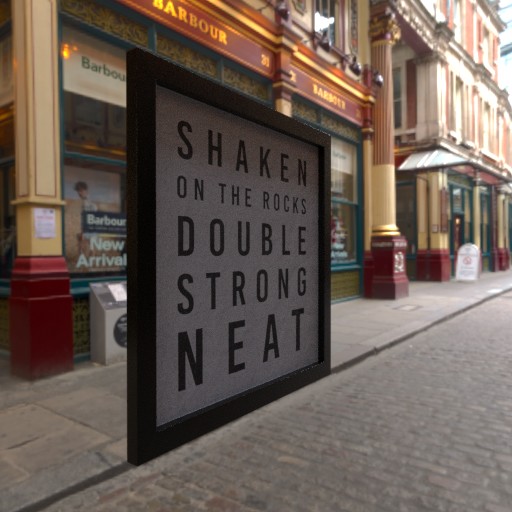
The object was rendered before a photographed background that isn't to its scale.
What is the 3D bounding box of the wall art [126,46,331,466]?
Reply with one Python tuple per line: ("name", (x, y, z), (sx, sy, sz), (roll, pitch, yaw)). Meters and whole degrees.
("wall art", (0.000, 0.000, 0.512), (0.014, 0.349, 0.349), (0, 1, 37))
